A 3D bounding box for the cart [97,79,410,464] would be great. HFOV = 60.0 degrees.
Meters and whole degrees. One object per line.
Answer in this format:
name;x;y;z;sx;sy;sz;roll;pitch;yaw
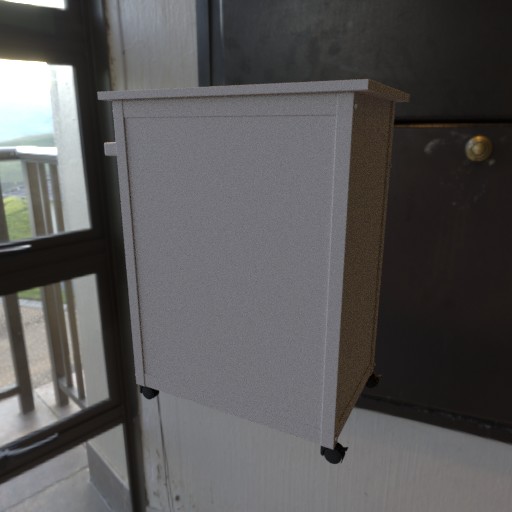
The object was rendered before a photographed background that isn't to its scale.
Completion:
cart;0.000;0.000;1.251;0.683;0.864;0.442;8;18;26
